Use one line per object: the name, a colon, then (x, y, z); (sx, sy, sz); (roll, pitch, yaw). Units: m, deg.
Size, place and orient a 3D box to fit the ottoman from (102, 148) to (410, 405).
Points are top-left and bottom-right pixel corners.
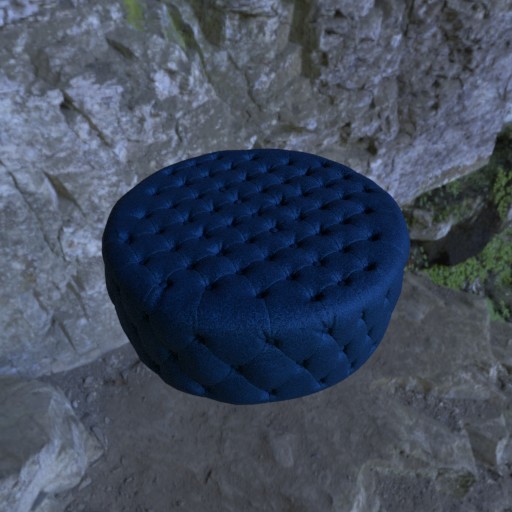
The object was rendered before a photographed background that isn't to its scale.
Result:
ottoman: (0.000, 0.000, 1.550); (0.998, 0.398, 0.998); (0, 40, 0)
